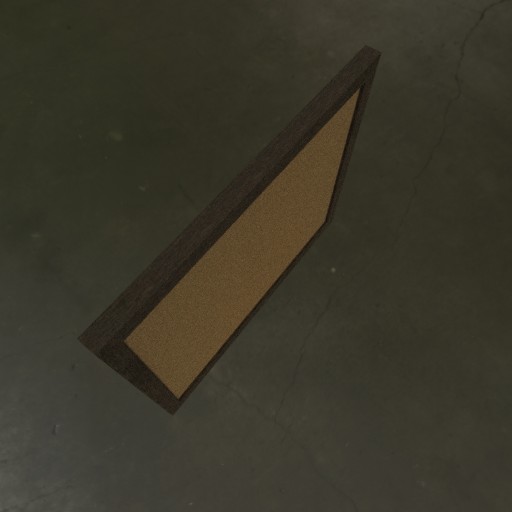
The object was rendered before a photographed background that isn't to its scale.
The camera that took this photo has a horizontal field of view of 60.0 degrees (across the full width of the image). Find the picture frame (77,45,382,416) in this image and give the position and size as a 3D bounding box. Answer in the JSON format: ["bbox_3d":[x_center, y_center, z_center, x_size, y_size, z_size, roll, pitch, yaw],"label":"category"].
[{"bbox_3d":[0.000,0.000,0.736,0.026,0.455,0.546,35,68,16],"label":"picture frame"}]
